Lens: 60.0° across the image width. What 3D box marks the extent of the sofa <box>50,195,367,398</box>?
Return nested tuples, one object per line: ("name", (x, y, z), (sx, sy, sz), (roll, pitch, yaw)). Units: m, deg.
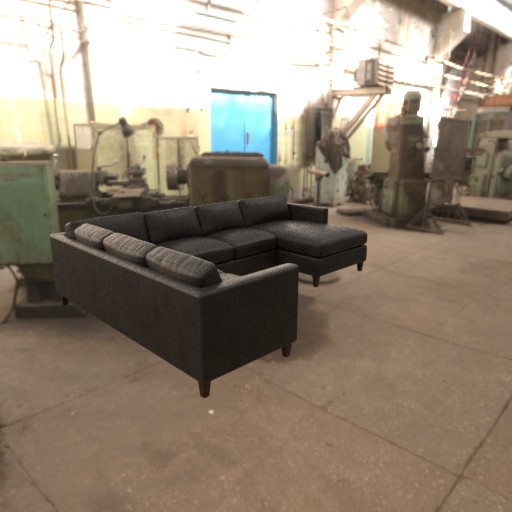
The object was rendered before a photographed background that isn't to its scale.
("sofa", (0.000, 0.000, 4.719), (3.324, 0.891, 2.452), (-14, 21, -42))
